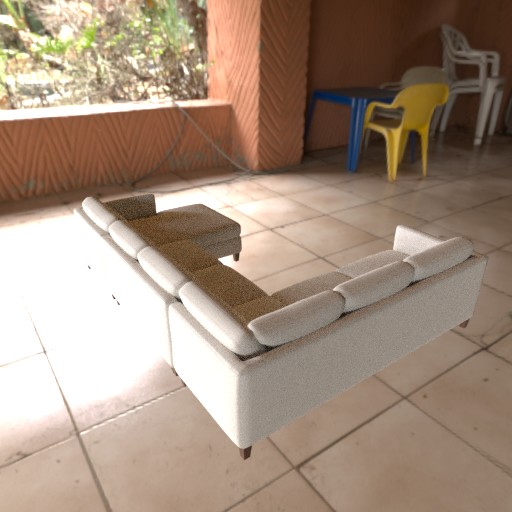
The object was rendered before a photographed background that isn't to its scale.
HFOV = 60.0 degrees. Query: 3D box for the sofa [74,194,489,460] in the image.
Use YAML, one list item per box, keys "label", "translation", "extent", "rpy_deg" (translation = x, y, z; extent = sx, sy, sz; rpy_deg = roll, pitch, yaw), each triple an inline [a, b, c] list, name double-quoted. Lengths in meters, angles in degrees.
- label: "sofa"
  translation: [0.000, 0.000, 4.322]
  extent: [2.551, 0.853, 3.238]
  rpy_deg: [-17, 31, -31]
